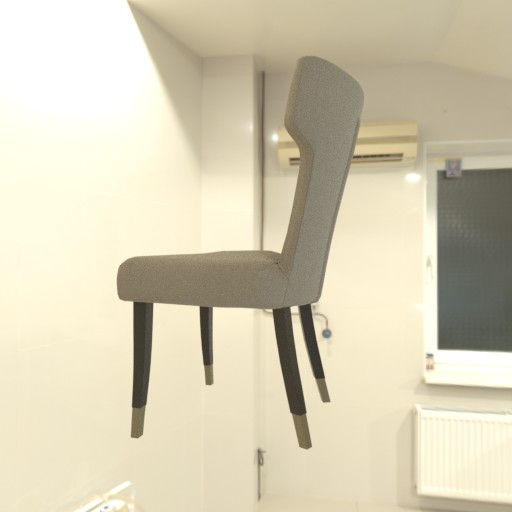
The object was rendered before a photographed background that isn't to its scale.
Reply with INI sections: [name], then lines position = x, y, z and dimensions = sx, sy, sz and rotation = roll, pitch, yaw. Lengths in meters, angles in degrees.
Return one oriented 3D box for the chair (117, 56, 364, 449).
[chair]
position = 0.000, 0.000, 1.329
dimensions = 0.630, 0.955, 0.526
rotation = 0, 0, 17
